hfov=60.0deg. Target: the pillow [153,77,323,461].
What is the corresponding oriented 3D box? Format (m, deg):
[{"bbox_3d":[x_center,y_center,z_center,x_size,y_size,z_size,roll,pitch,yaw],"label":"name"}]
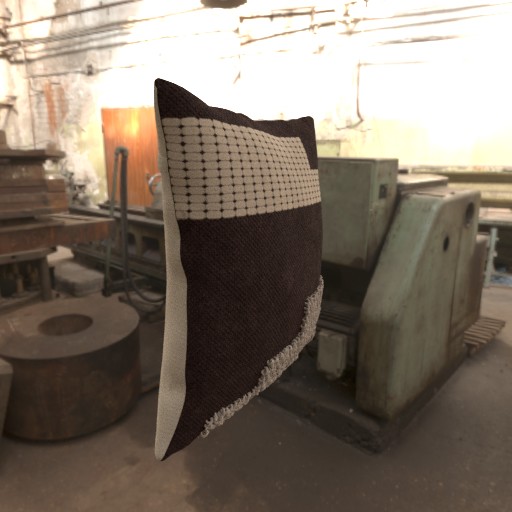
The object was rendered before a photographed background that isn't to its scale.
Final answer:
[{"bbox_3d":[0.000,0.000,0.713,0.178,0.473,0.475,7,14,27],"label":"pillow"}]
